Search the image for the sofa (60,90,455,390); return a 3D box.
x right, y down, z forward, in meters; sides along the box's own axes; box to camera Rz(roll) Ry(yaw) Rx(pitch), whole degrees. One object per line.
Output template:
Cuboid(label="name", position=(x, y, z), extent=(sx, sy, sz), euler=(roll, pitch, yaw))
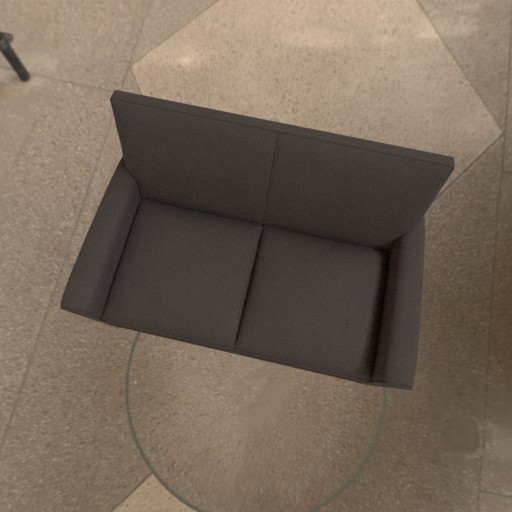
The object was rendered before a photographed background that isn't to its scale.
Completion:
Cuboid(label="sofa", position=(0.000, 0.000, 1.991), extent=(1.420, 0.846, 0.871), euler=(12, 75, 3))
